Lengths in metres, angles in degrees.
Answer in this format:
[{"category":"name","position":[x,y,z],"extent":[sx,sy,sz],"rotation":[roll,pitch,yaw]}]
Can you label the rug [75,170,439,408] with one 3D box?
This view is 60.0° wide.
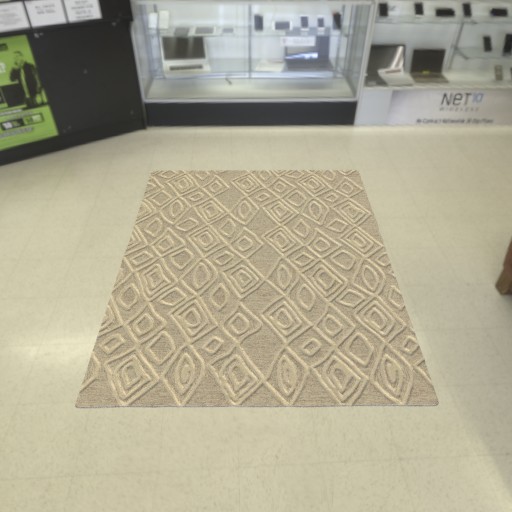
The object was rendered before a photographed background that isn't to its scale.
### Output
[{"category":"rug","position":[0.000,0.000,4.097],"extent":[2.449,0.025,3.049],"rotation":[0,41,0]}]
